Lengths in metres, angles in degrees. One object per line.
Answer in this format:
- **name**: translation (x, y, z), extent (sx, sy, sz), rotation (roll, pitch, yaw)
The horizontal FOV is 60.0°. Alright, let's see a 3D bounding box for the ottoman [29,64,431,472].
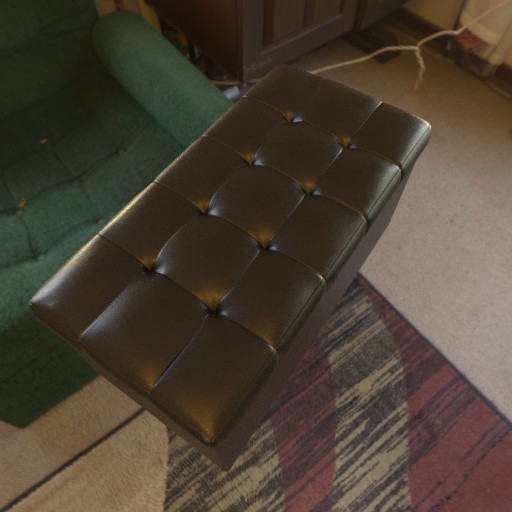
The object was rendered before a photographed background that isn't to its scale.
- **ottoman**: translation (0.000, 0.000, 1.063), extent (0.432, 0.470, 0.838), rotation (30, 63, 17)
